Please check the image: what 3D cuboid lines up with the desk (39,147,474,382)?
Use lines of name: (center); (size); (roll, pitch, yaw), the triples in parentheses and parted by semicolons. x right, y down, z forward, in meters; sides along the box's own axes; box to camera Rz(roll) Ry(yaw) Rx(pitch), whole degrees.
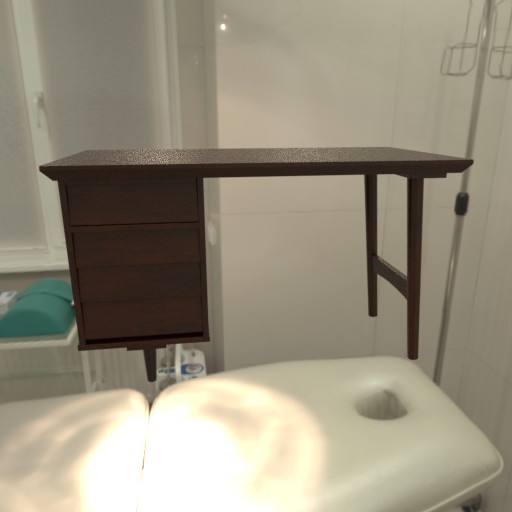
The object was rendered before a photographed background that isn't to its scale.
desk: (0.000, 0.000, 1.687); (1.277, 0.758, 0.612); (-3, 18, -8)
